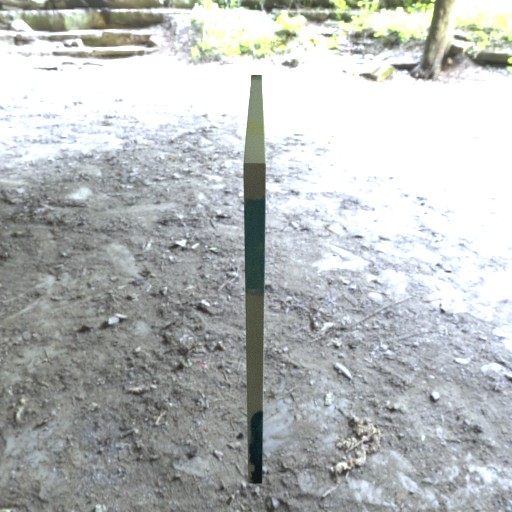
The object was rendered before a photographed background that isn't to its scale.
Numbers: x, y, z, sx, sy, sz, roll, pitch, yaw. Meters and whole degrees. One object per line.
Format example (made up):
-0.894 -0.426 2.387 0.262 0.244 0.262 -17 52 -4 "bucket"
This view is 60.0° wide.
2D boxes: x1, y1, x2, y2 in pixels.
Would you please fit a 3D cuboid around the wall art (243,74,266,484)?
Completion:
0.000 0.000 1.529 0.044 1.017 1.017 0 31 0 "wall art"
